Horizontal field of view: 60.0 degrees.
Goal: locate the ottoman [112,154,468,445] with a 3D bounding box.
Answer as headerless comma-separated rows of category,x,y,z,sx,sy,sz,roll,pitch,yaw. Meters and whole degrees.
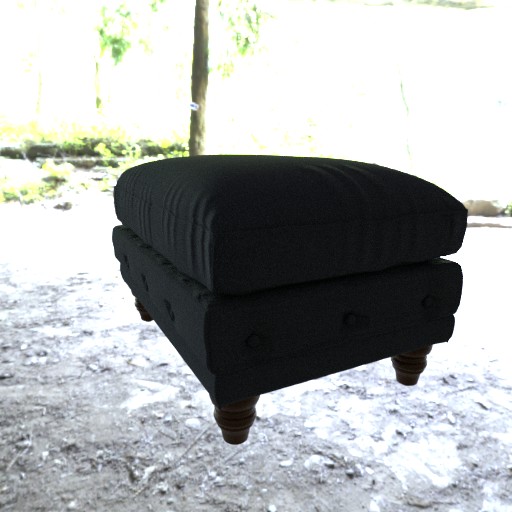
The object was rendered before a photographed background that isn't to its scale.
ottoman,0.000,0.000,1.089,0.558,0.486,0.767,-7,16,-26
